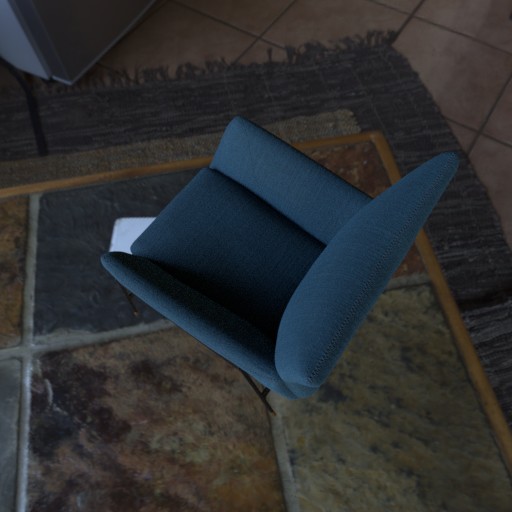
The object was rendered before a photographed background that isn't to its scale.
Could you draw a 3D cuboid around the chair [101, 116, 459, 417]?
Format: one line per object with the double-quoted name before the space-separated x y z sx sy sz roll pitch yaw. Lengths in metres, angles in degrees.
"chair" 0.000 0.000 1.413 0.769 0.859 0.678 32 68 15
